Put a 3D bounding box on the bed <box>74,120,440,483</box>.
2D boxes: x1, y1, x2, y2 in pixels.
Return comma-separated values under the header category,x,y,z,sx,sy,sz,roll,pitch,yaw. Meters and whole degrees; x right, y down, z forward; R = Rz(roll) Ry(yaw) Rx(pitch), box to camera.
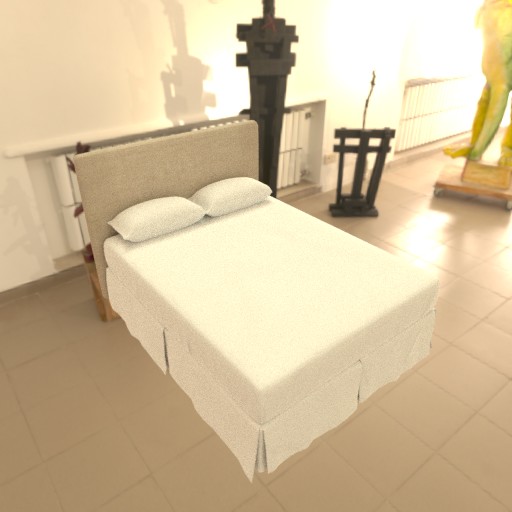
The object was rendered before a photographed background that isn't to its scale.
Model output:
category,x,y,z,sx,sy,sz,roll,pitch,yaw
bed,0.000,0.000,3.230,1.713,1.330,2.162,-22,37,-32
